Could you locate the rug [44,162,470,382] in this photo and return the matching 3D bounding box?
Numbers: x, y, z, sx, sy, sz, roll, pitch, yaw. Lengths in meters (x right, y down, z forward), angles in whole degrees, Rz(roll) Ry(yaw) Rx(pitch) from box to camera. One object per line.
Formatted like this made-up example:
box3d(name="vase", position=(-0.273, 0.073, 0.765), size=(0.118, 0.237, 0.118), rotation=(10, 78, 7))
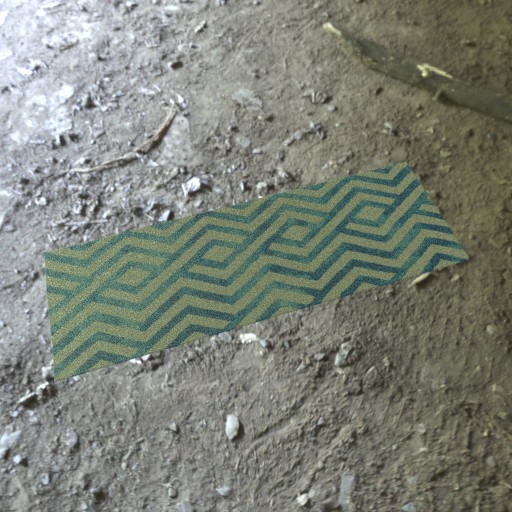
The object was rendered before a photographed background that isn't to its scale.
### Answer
box3d(name="rug", position=(0.000, 0.000, 1.634), size=(1.492, 0.007, 0.503), rotation=(-15, 60, -9))
